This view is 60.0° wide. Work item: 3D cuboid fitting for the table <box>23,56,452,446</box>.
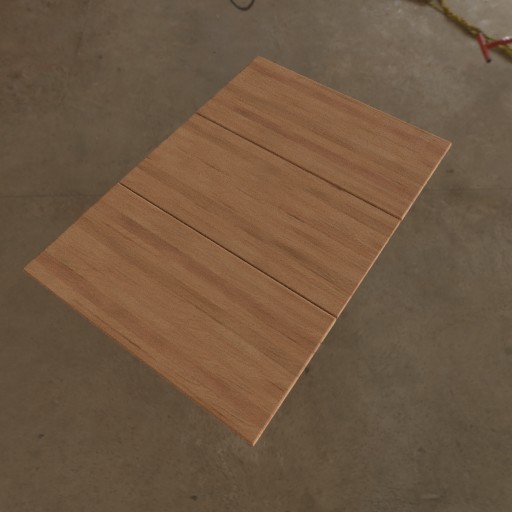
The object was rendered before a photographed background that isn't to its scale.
[{"bbox_3d":[0.000,0.000,1.873,0.900,0.770,1.300,31,65,17],"label":"table"}]
